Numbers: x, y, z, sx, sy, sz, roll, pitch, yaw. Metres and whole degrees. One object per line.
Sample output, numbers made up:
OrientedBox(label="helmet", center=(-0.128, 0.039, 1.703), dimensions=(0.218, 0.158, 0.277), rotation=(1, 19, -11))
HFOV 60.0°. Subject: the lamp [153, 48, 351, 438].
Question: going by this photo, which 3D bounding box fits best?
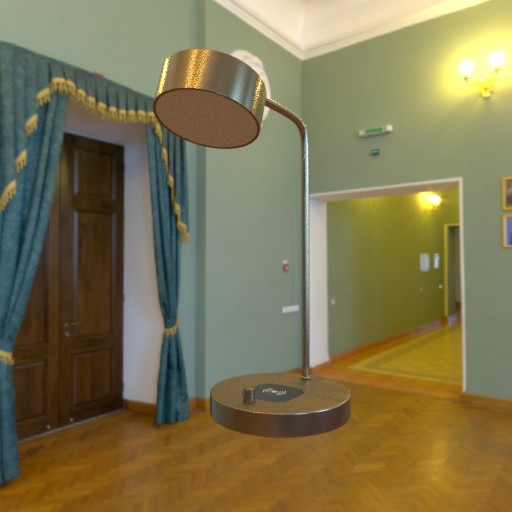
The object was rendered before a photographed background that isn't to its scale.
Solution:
OrientedBox(label="lamp", center=(0.000, 0.000, 0.508), dimensions=(0.171, 0.380, 0.270), rotation=(-1, -1, 36))
